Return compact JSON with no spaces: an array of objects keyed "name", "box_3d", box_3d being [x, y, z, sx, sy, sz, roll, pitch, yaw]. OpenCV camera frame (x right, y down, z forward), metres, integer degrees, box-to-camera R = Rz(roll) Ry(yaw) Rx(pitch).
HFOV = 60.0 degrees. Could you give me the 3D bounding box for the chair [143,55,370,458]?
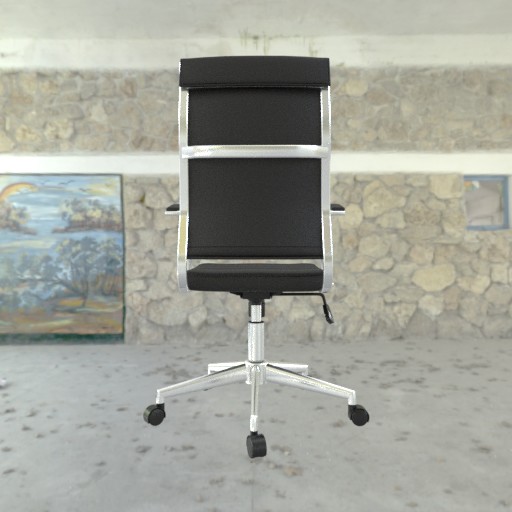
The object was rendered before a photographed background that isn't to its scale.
[{"name":"chair","box_3d":[0.000,0.000,1.598,0.766,1.149,0.739,0,-1,1]}]
